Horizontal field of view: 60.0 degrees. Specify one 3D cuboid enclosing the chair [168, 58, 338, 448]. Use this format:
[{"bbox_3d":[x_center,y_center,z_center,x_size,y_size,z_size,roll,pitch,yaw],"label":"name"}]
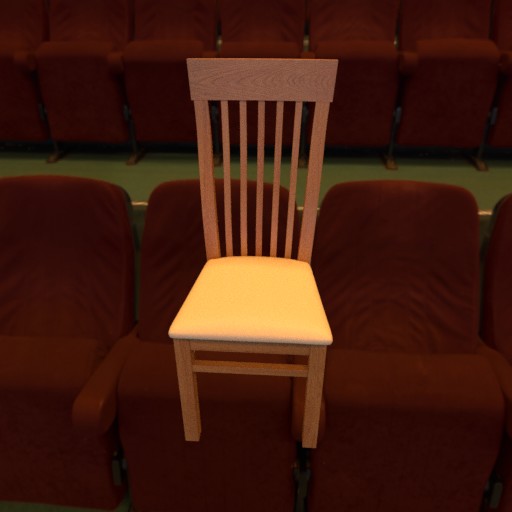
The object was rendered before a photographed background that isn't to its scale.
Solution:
[{"bbox_3d":[0.000,0.000,1.356,0.450,1.050,0.580,2,30,3],"label":"chair"}]
